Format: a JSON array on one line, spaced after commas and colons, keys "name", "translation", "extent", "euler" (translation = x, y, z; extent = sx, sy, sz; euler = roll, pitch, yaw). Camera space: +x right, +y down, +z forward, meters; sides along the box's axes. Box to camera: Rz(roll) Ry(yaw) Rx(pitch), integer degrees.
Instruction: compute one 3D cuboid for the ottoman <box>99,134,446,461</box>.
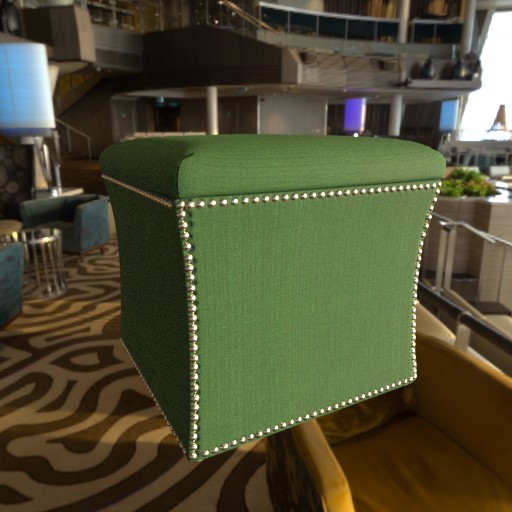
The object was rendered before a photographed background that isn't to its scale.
[{"name": "ottoman", "translation": [0.000, 0.000, 0.894], "extent": [0.507, 0.475, 0.497], "euler": [-8, 18, -28]}]
